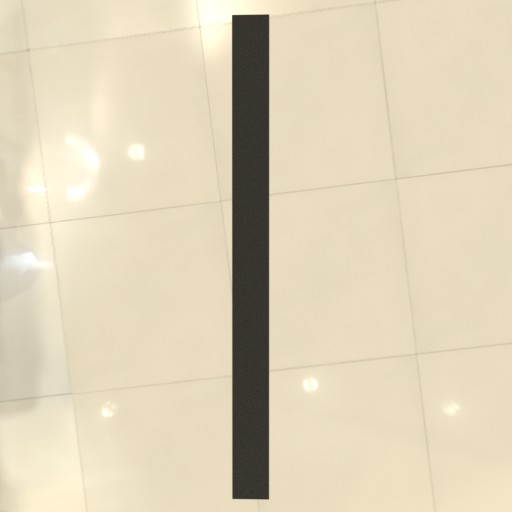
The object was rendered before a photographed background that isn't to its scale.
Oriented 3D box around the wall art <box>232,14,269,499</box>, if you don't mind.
[{"bbox_3d":[0.000,0.000,0.513,0.029,0.330,0.381,0,91,1],"label":"wall art"}]
